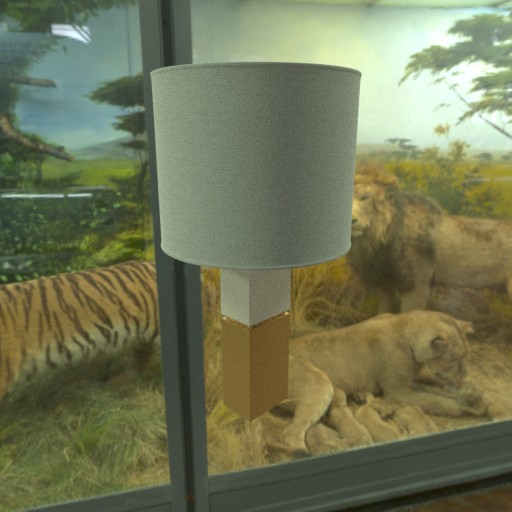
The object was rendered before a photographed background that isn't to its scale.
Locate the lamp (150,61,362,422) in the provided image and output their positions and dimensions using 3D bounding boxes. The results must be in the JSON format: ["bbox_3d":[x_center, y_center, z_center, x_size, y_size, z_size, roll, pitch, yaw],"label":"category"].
[{"bbox_3d":[0.000,0.000,0.551,0.229,0.417,0.229,-16,23,-43],"label":"lamp"}]
